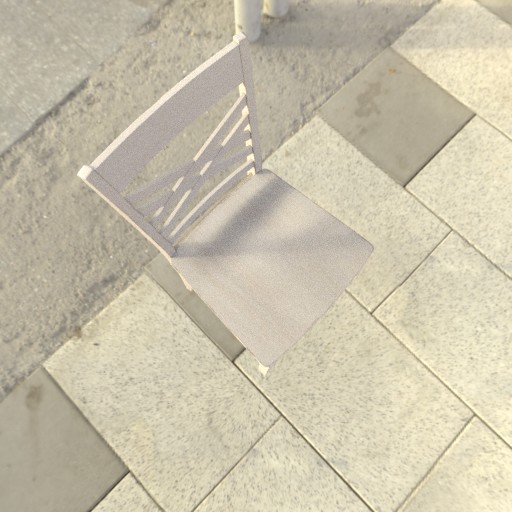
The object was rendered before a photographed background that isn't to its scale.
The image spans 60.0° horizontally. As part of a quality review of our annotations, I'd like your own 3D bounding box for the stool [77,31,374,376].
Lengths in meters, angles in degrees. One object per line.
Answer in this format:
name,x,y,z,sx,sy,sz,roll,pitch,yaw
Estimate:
stool,0.000,0.000,1.362,0.539,1.079,0.462,42,78,11
